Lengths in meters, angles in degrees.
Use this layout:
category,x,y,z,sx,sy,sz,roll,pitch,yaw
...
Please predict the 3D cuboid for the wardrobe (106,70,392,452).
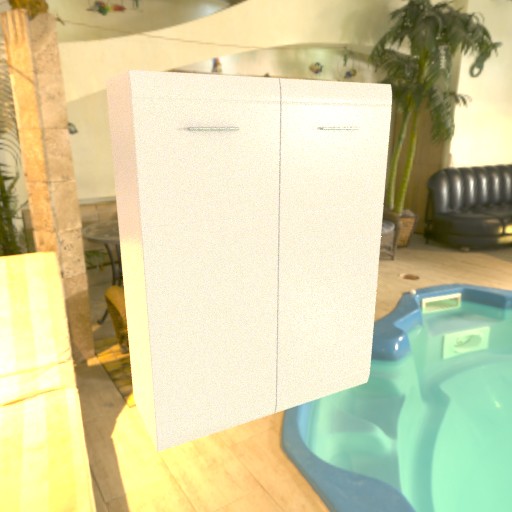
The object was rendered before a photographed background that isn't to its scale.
category,x,y,z,sx,sy,sz,roll,pitch,yaw
wardrobe,0.000,0.000,1.637,0.900,1.200,0.360,-8,18,-26
